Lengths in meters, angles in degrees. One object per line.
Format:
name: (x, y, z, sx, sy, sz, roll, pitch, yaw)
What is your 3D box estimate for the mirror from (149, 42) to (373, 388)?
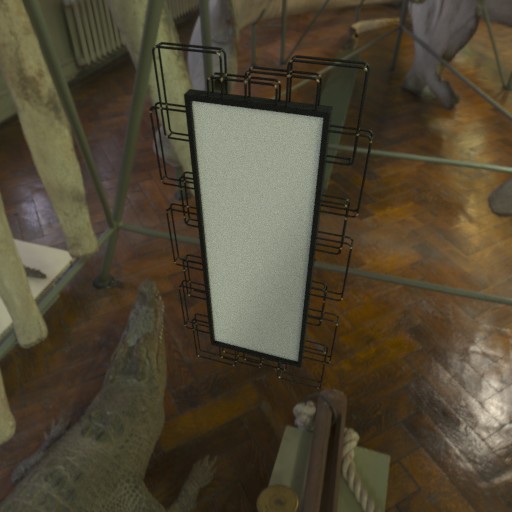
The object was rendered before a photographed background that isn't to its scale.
mirror: (0.000, 0.000, 1.373, 0.565, 1.192, 0.037, 12, 43, 13)
